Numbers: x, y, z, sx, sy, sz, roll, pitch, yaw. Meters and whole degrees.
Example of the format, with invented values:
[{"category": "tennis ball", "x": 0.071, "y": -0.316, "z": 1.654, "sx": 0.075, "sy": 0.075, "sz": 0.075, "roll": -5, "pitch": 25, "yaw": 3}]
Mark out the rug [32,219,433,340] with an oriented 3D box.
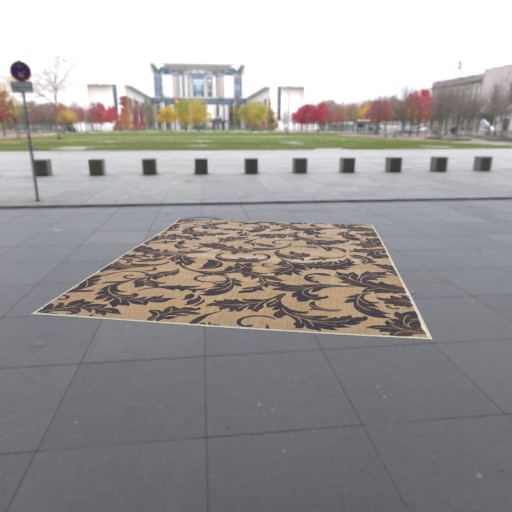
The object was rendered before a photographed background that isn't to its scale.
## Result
[{"category": "rug", "x": 0.000, "y": 0.000, "z": 3.966, "sx": 2.380, "sy": 0.008, "sz": 2.977, "roll": 2, "pitch": 16, "yaw": 8}]
